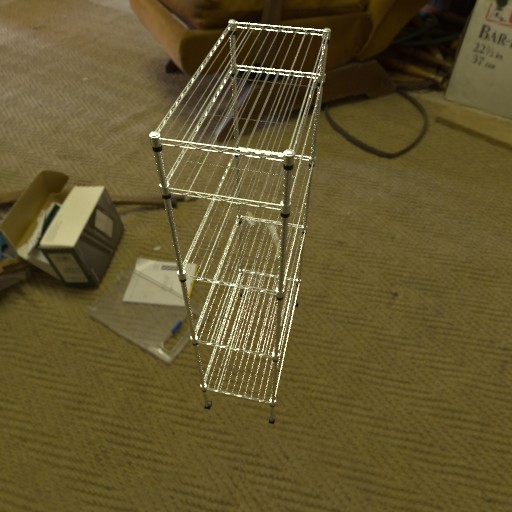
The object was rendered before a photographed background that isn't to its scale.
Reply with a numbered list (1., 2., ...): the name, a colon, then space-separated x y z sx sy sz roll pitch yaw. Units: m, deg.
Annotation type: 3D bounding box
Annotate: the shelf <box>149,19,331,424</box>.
1. shelf: 0.000 0.000 1.865 0.356 1.587 0.762 10 49 9
